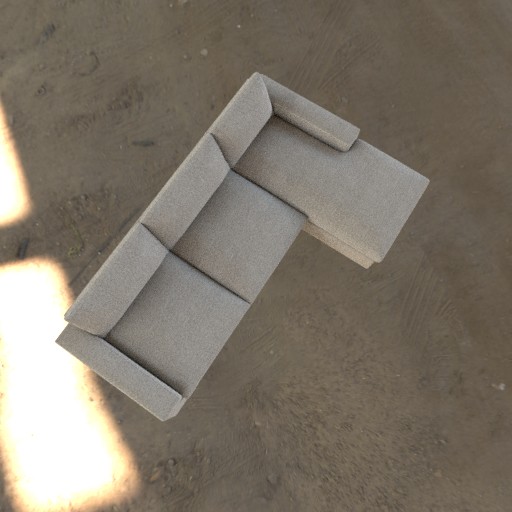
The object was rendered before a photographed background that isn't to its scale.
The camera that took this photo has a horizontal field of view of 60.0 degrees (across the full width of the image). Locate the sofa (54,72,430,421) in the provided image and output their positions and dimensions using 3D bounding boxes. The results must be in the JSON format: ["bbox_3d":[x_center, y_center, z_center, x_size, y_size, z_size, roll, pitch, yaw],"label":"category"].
[{"bbox_3d":[0.000,0.000,3.451,1.689,0.813,2.718,32,77,9],"label":"sofa"}]
